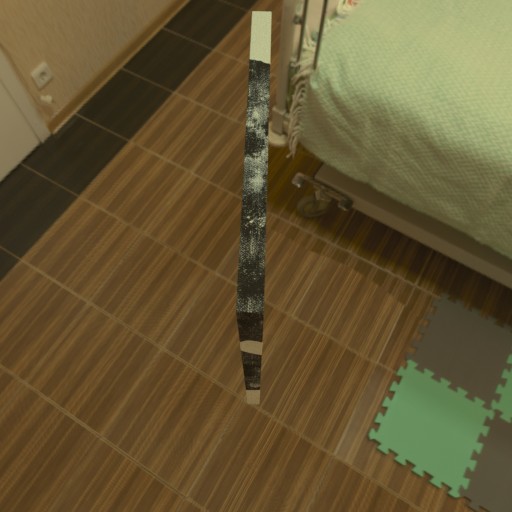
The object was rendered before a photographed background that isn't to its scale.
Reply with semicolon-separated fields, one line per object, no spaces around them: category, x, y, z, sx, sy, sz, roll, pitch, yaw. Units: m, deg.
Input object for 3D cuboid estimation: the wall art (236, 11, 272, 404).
wall art;0.000;0.000;1.136;0.041;0.915;0.610;2;64;1
